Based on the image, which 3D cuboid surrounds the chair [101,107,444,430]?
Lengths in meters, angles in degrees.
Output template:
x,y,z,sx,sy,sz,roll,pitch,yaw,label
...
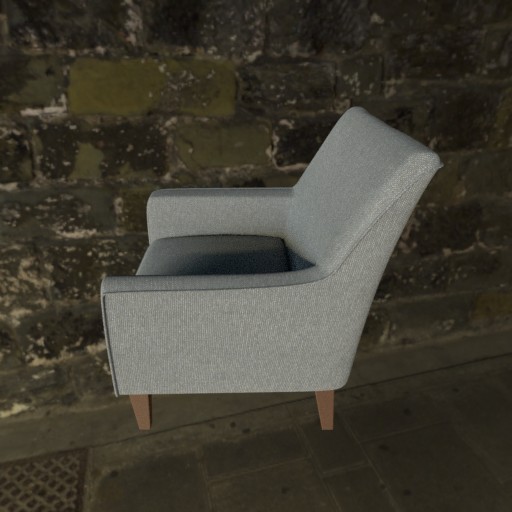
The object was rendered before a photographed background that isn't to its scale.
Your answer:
x,y,z,sx,sy,sz,roll,pitch,yaw,label
0.000,0.000,1.578,0.899,0.919,0.780,-1,27,-1,chair
